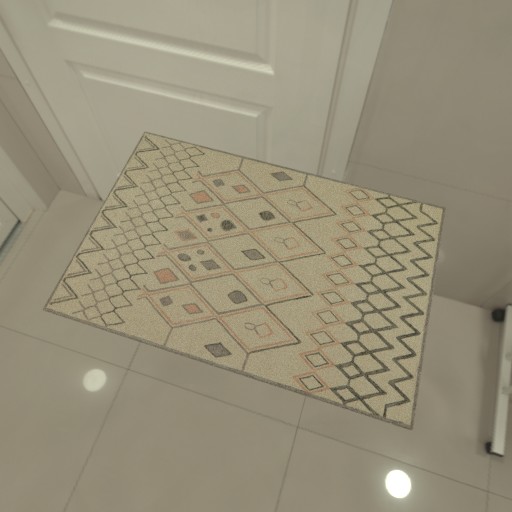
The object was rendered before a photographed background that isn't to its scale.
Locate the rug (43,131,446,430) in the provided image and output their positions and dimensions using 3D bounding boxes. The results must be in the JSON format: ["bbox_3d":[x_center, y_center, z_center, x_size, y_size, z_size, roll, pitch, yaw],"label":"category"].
[{"bbox_3d":[0.000,0.000,2.331,1.829,0.016,1.219,16,64,8],"label":"rug"}]
